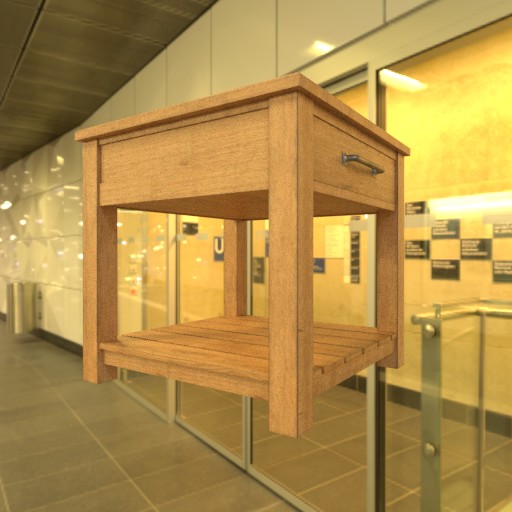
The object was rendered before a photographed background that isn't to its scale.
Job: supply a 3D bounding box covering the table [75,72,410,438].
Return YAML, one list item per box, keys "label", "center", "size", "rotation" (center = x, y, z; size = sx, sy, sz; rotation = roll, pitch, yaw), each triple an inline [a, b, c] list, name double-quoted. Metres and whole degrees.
- label: "table"
  center: [0.000, 0.000, 1.124]
  size: [0.612, 0.593, 0.616]
  rotation: [0, 0, 35]
